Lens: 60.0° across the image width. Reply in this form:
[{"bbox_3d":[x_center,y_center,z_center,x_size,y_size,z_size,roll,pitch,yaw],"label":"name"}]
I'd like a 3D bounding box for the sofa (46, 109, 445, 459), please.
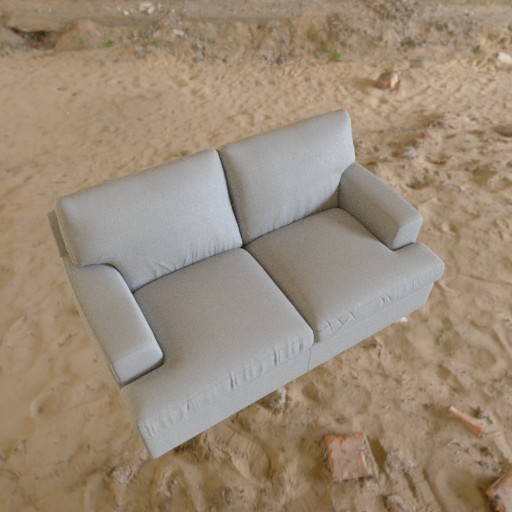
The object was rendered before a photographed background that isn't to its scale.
[{"bbox_3d":[0.000,0.000,2.432,1.880,0.940,1.143,-23,50,-21],"label":"sofa"}]
